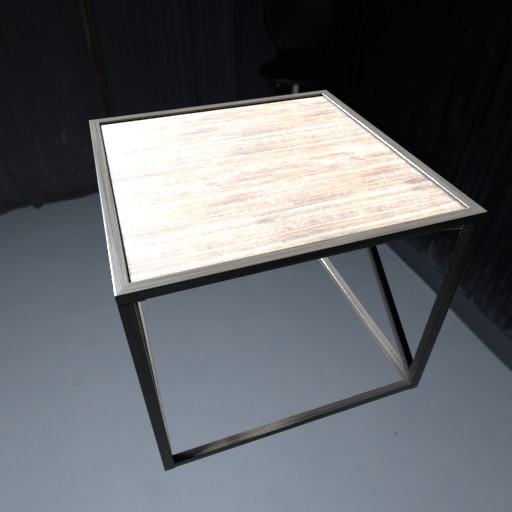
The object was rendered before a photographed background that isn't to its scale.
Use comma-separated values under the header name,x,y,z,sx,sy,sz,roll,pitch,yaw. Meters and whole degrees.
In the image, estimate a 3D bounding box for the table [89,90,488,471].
name,x,y,z,sx,sy,sz,roll,pitch,yaw
table,0.000,0.000,1.047,0.609,0.507,0.611,-13,41,-15
